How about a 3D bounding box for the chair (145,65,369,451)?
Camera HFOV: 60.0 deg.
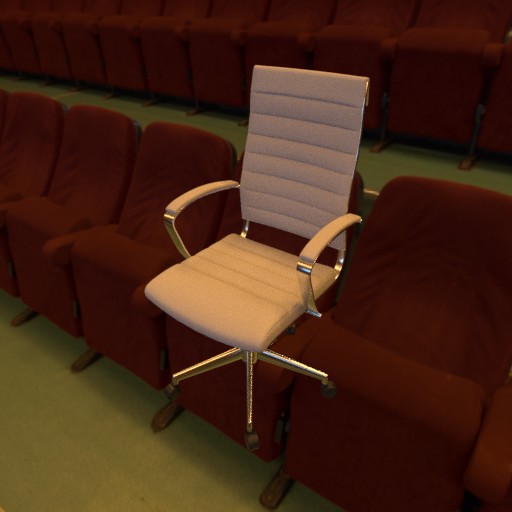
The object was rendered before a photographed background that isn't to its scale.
[{"bbox_3d":[0.000,0.000,1.571,0.679,1.149,0.667,20,37,29],"label":"chair"}]
